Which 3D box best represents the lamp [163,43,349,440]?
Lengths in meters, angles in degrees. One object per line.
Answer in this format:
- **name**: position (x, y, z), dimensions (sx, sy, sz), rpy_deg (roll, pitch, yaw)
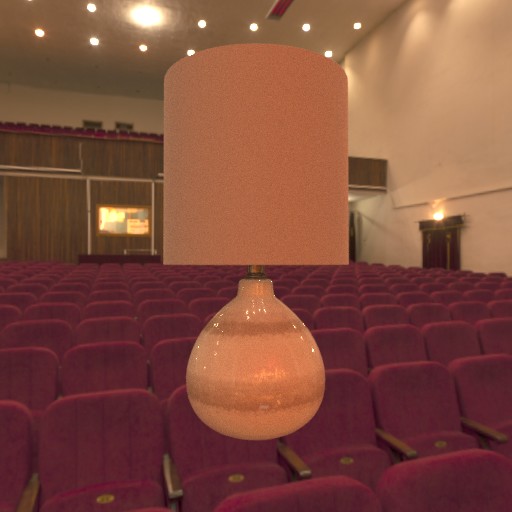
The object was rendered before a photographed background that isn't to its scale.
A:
- **lamp**: position (0.000, 0.000, 0.529), dimensions (0.217, 0.404, 0.217), rpy_deg (0, -1, -18)
